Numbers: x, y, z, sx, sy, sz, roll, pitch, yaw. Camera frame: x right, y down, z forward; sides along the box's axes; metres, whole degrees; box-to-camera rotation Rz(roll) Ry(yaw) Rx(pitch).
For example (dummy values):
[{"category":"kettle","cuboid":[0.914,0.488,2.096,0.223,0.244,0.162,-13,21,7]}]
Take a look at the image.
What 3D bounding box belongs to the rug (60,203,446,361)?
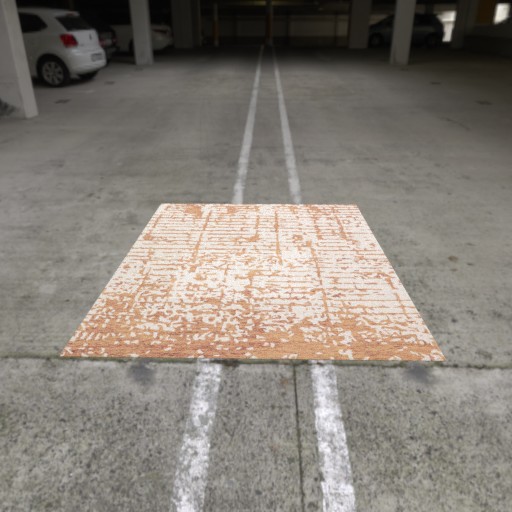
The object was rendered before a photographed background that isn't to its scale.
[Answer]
[{"category":"rug","cuboid":[0.000,0.000,4.171,2.441,0.011,3.050,0,25,1]}]
